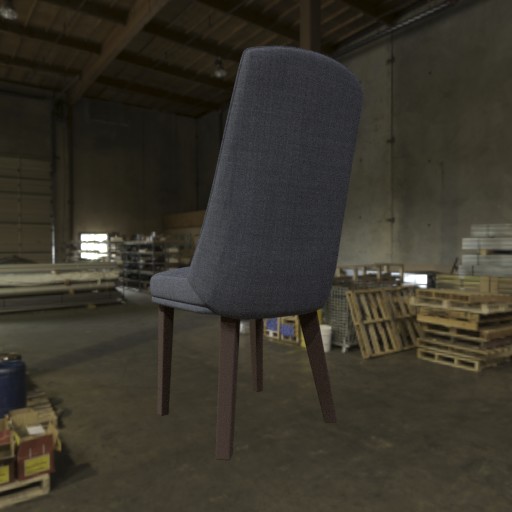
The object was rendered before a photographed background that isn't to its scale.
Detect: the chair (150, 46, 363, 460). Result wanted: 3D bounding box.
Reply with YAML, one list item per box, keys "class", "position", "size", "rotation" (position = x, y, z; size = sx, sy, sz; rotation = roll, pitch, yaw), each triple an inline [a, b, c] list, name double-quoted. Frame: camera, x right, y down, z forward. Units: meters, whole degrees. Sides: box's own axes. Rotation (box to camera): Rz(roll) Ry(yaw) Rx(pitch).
- class: "chair"
  position: [0.000, 0.000, 1.376]
  size: [0.510, 1.050, 0.577]
  rotation: [-1, 1, -37]
